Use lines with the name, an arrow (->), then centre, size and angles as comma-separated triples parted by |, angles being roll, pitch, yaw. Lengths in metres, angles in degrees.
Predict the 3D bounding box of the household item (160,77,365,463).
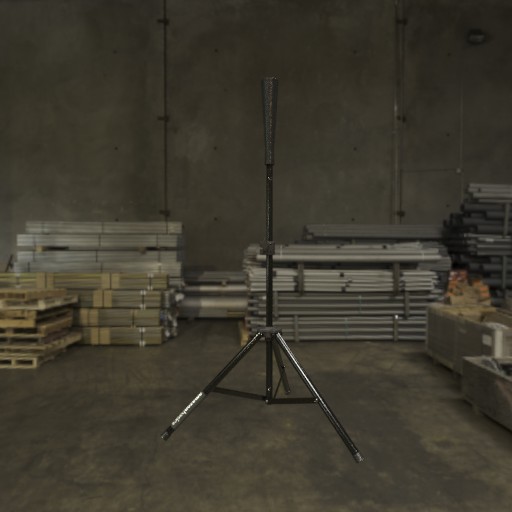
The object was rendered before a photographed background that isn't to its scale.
household item -> 0.000, 0.000, 1.401 | 0.559, 1.067, 0.559 | 0, 2, -1
